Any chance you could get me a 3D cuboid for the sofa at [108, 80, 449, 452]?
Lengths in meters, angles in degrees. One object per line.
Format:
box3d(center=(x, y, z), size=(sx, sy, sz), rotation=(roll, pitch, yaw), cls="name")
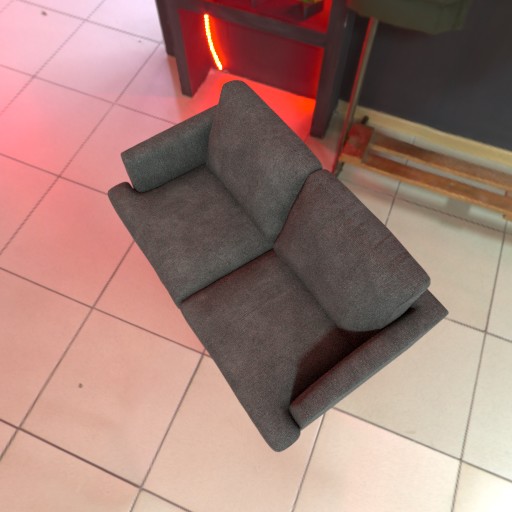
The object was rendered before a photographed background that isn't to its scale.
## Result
box3d(center=(0.000, 0.000, 2.196), size=(0.903, 0.956, 1.582), rotation=(-32, 68, -15), cls="sofa")
